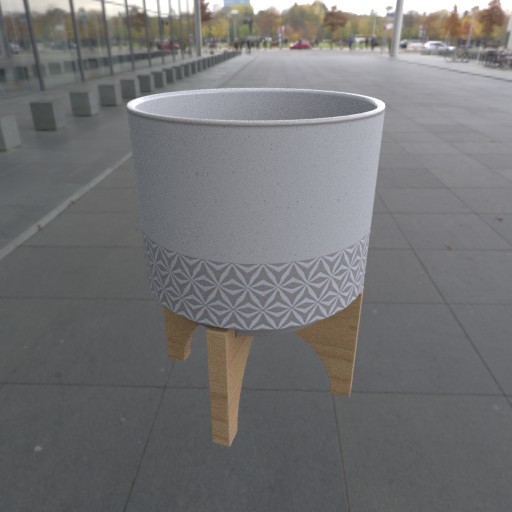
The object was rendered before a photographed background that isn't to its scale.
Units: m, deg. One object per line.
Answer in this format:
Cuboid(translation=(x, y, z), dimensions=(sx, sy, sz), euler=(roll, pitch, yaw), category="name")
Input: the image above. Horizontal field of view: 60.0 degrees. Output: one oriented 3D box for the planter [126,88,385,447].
Cuboid(translation=(0.000, 0.000, 0.514), dimensions=(0.249, 0.343, 0.249), euler=(0, 26, 0), category="planter")
